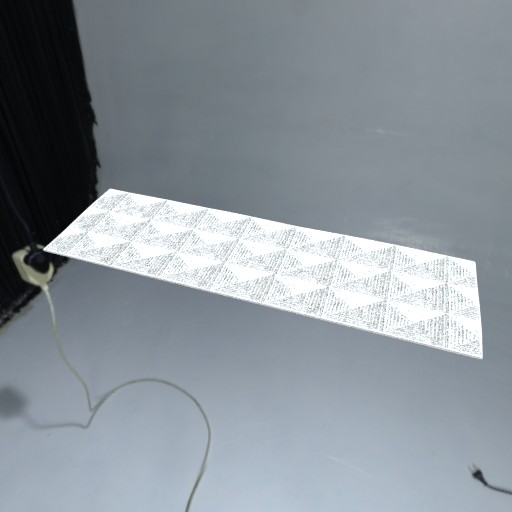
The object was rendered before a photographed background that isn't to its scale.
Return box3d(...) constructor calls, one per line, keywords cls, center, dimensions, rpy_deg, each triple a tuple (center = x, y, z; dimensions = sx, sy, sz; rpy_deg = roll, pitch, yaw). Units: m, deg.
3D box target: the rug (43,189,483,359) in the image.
box3d(cls="rug", center=(0.000, 0.000, 2.313), dimensions=(2.182, 0.015, 0.645), rpy_deg=(12, 42, 14))
